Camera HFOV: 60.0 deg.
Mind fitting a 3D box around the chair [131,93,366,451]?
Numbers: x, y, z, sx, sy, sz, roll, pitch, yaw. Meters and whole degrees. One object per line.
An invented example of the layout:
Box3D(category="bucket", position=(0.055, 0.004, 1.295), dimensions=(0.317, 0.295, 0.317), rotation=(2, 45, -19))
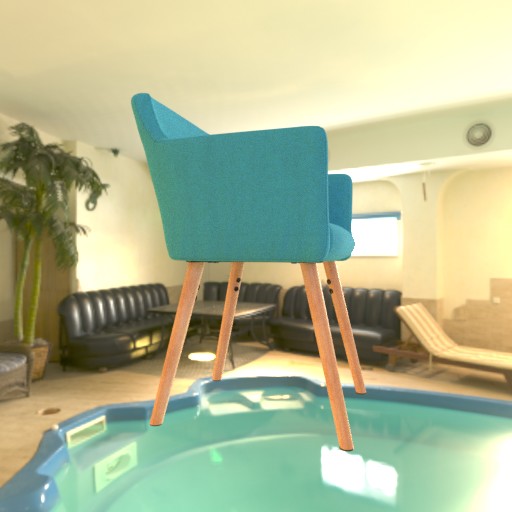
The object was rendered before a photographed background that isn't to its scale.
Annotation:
Box3D(category="chair", position=(0.000, 0.000, 1.157), dimensions=(0.540, 0.780, 0.570), rotation=(0, 0, 17))
